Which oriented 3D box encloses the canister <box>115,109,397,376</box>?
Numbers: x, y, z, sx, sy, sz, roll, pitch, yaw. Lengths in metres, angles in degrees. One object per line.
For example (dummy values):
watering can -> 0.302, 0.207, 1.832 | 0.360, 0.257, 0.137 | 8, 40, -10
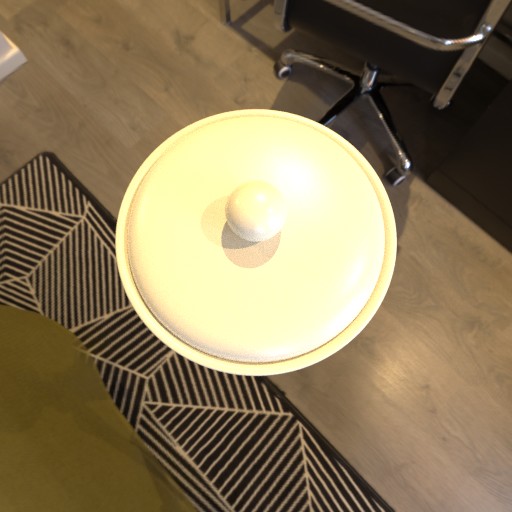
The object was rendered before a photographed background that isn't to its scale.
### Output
canister -> 0.000, 0.000, 0.342 | 0.181, 0.211, 0.181 | 0, 74, 0
